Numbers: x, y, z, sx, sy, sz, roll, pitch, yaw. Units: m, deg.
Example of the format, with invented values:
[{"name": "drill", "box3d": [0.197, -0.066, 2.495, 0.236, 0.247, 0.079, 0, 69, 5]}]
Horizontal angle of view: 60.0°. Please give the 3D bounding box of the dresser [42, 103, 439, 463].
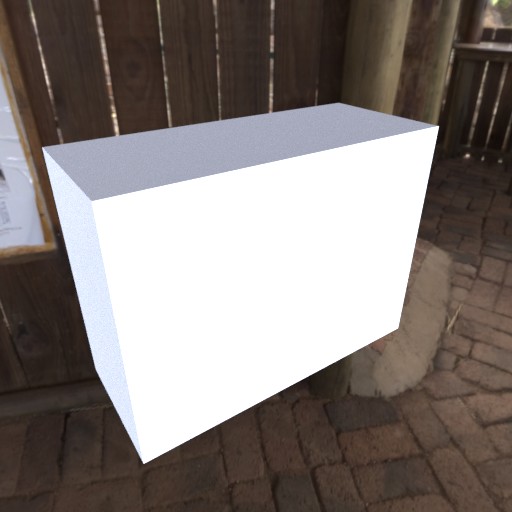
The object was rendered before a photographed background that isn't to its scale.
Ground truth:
[{"name": "dresser", "box3d": [0.000, 0.000, 1.517, 1.100, 0.820, 0.460, -19, 35, -29]}]
